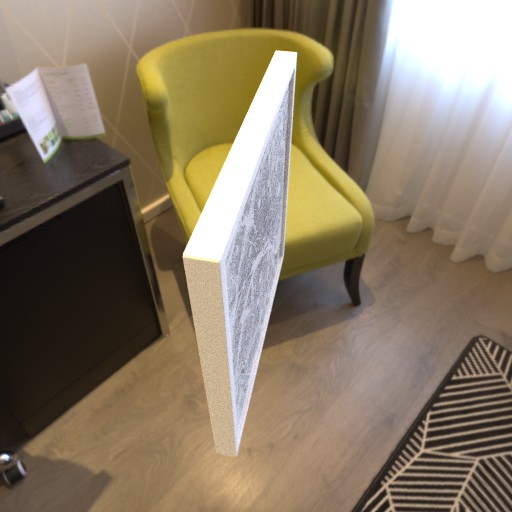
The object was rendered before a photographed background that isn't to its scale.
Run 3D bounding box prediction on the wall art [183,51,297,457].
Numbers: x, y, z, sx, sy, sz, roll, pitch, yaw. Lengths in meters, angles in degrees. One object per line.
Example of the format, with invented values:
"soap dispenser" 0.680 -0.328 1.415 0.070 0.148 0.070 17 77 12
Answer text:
"wall art" 0.000 0.000 0.778 0.038 0.508 0.508 9 47 8
